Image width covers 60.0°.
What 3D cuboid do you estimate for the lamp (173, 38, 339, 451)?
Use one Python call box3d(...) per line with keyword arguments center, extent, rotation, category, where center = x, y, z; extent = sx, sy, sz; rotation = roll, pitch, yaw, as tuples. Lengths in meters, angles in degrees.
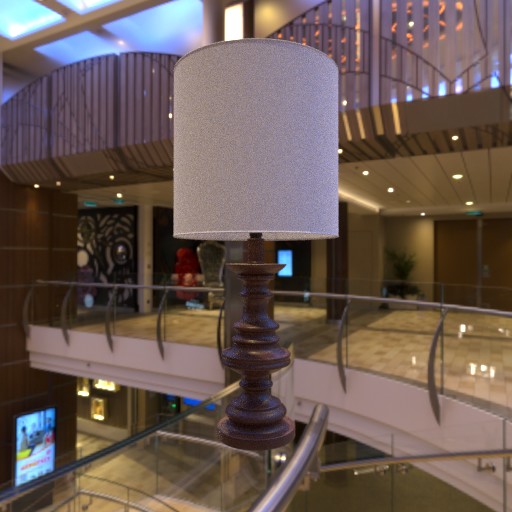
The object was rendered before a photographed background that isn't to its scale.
box3d(center=(0.000, 0.000, 0.568), extent=(0.208, 0.455, 0.208), rotation=(0, 0, -18), category="lamp")
